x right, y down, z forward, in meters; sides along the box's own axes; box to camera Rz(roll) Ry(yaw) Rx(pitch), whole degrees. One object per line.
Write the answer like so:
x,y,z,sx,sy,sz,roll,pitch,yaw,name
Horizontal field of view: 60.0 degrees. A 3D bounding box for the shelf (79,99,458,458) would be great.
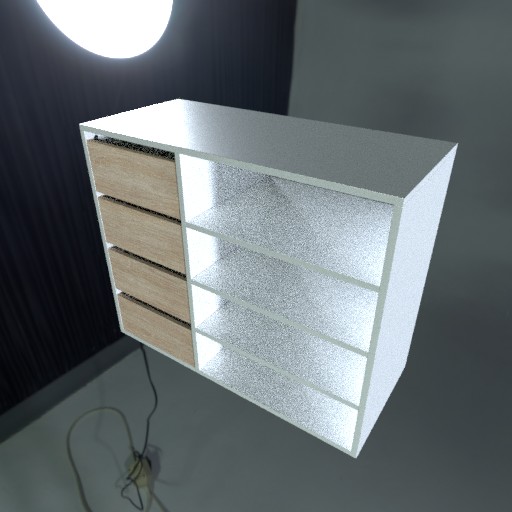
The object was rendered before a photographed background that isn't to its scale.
0.000,0.000,1.319,0.895,0.732,0.396,19,36,29,shelf
